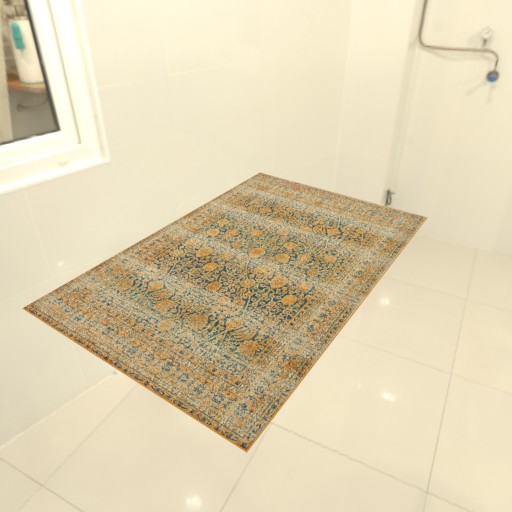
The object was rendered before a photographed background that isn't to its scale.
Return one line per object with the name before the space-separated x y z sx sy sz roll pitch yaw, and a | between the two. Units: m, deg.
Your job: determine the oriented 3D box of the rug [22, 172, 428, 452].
rug | 0.000 0.000 2.891 1.525 0.007 2.336 21 39 28
